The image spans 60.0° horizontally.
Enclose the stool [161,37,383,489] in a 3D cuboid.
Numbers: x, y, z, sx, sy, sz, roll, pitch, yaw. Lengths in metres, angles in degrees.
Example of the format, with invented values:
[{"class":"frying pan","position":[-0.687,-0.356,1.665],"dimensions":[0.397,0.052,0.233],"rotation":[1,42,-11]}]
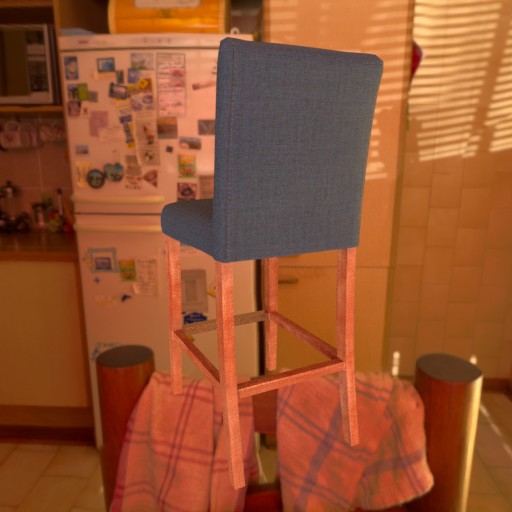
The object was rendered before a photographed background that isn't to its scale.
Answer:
[{"class":"stool","position":[0.000,0.000,1.353],"dimensions":[0.454,1.088,0.574],"rotation":[-7,15,-26]}]
